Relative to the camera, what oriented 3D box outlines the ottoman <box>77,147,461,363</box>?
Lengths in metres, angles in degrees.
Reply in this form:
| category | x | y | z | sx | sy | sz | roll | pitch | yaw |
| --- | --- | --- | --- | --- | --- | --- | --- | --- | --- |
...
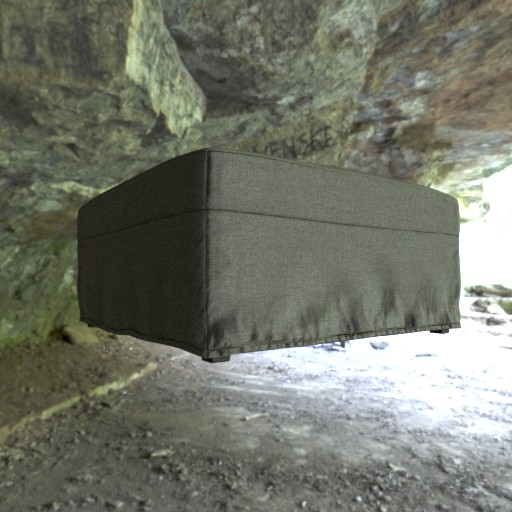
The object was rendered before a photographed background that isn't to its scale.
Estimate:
| category | x | y | z | sx | sy | sz | roll | pitch | yaw |
| --- | --- | --- | --- | --- | --- | --- | --- | --- | --- |
| ottoman | 0.000 | 0.000 | 1.318 | 0.840 | 0.436 | 0.843 | 2 | -4 | -36 |
